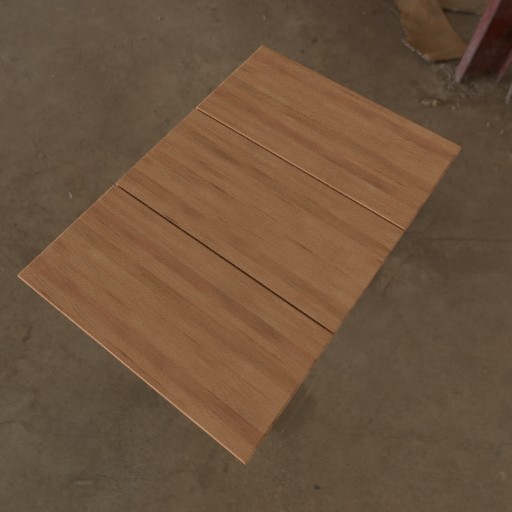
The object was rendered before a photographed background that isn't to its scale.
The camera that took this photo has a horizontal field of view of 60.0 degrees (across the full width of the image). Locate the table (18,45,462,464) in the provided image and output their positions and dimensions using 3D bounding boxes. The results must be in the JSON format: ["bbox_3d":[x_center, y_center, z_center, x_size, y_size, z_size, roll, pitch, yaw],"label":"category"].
[{"bbox_3d":[0.000,0.000,1.843,0.900,0.770,1.300,34,69,15],"label":"table"}]
